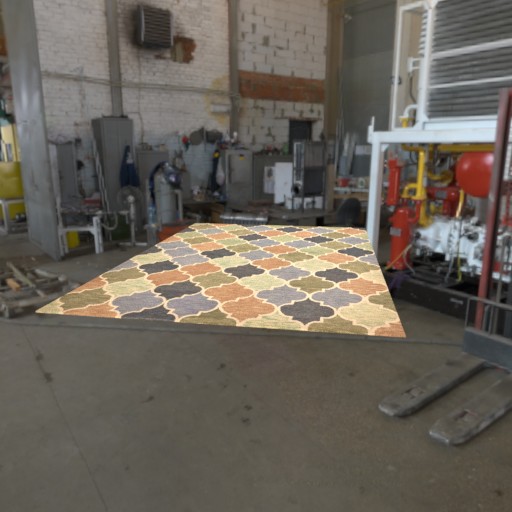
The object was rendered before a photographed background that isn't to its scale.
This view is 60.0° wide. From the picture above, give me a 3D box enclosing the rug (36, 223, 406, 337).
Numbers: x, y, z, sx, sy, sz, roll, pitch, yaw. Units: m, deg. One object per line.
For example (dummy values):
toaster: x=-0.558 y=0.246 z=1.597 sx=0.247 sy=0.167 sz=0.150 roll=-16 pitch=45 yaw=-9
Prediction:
rug: x=0.000 y=0.000 z=2.290 sx=1.216 sy=0.006 sz=1.828 roll=2 pitch=14 yaw=9
